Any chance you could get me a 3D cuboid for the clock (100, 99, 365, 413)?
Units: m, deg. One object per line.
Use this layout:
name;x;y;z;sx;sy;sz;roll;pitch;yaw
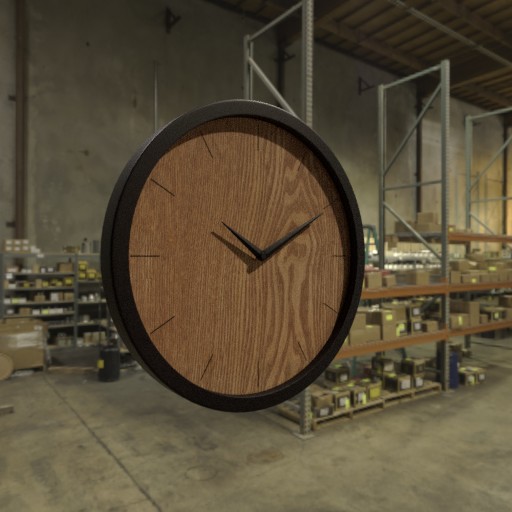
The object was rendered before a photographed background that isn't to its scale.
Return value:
clock;0.000;0.000;0.463;0.314;0.314;0.029;0;0;-36
